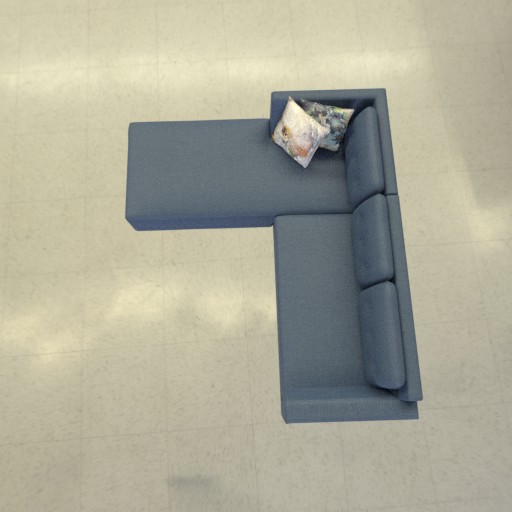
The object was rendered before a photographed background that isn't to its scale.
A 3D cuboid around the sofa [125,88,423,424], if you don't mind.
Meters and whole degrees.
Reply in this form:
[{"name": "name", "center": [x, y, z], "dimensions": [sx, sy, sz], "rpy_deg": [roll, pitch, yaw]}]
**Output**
[{"name": "sofa", "center": [0.000, 0.000, 3.016], "dimensions": [1.829, 0.787, 2.120], "rpy_deg": [-2, 76, 0]}]
